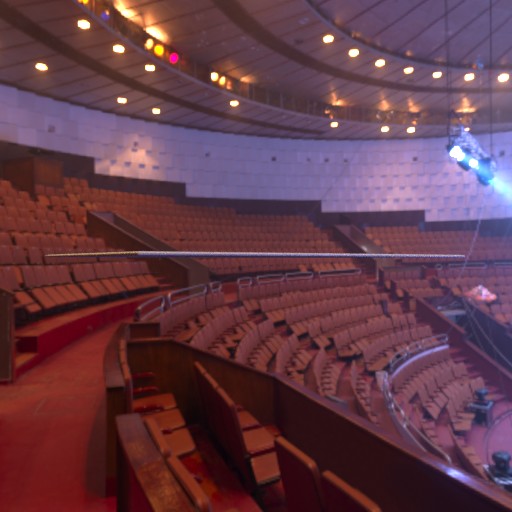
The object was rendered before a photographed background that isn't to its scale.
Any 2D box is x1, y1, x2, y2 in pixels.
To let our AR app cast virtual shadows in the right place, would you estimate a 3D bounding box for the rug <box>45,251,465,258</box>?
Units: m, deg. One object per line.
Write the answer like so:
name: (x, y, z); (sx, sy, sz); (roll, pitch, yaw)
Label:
rug: (0.000, 0.000, 2.860); (2.205, 0.014, 1.589); (0, -1, -36)
